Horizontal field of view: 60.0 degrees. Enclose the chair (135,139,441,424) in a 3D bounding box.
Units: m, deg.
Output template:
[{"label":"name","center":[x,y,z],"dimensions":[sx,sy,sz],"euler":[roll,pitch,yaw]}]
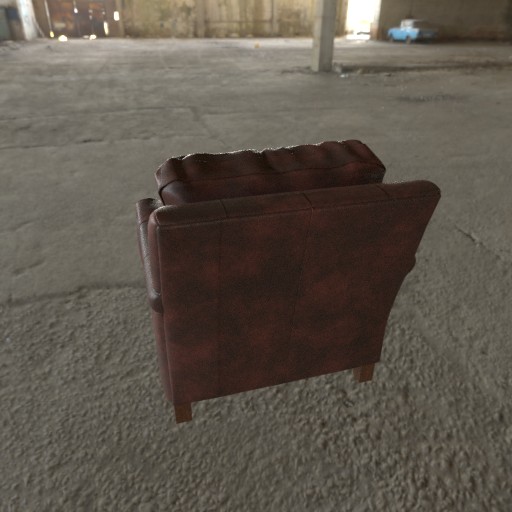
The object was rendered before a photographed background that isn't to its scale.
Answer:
[{"label":"chair","center":[0.000,0.000,1.959],"dimensions":[0.987,1.051,1.156],"euler":[-8,29,-14]}]
